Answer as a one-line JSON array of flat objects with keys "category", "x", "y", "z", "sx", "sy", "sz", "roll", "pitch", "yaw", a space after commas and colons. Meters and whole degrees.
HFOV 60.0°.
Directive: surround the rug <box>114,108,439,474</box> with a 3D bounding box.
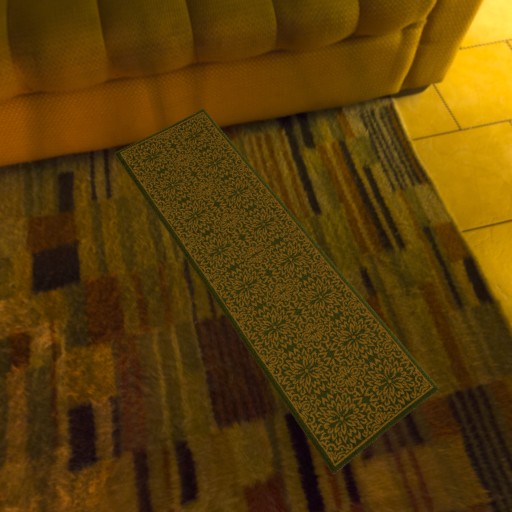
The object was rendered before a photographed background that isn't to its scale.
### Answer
[{"category": "rug", "x": 0.000, "y": 0.000, "z": 2.470, "sx": 0.662, "sy": 0.011, "sz": 2.196, "roll": -32, "pitch": 68, "yaw": -14}]
